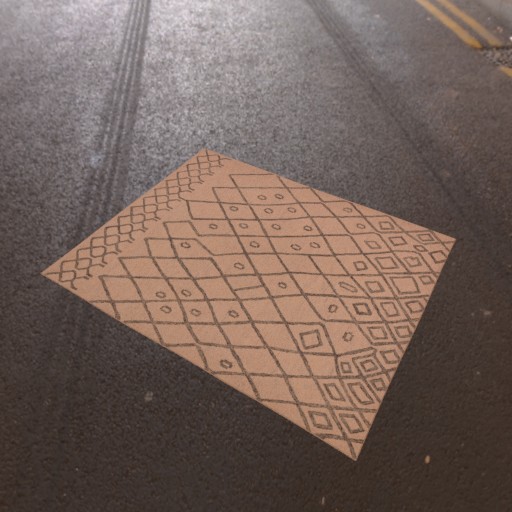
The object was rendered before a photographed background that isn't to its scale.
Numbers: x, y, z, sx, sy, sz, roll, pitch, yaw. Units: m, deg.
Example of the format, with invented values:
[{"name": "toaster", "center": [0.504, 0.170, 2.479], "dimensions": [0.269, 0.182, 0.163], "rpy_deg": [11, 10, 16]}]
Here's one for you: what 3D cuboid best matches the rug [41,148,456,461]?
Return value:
[{"name": "rug", "center": [0.000, 0.000, 4.135], "dimensions": [3.046, 0.015, 2.446], "rpy_deg": [24, 50, 22]}]
